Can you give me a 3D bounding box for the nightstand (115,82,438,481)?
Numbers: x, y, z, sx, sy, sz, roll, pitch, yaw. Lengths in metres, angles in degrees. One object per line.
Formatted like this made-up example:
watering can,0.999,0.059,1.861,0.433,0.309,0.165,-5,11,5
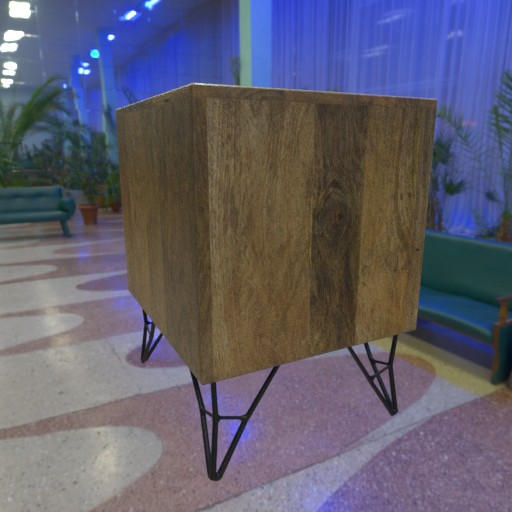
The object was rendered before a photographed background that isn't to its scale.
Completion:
nightstand,0.000,0.000,0.862,0.406,0.559,0.457,-7,16,-27
